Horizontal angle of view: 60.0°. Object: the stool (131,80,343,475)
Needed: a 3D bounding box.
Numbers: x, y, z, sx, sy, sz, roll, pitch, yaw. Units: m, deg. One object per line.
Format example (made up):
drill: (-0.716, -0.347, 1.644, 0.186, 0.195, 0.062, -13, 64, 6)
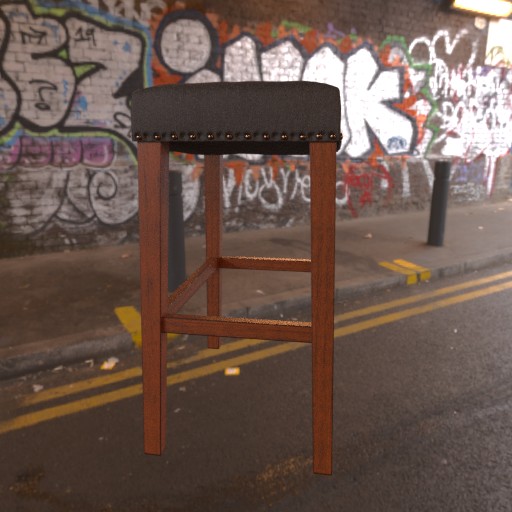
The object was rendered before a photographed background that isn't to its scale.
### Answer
stool: (0.000, 0.000, 0.875, 0.320, 0.612, 0.439, 2, 14, 9)
